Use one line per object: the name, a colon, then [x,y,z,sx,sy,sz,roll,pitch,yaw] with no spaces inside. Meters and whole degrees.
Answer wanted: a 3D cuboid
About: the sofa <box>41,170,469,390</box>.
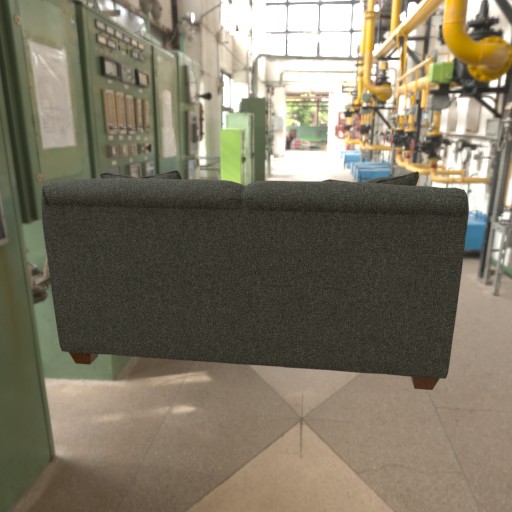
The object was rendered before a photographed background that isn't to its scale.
sofa: [0.000,0.000,2.418,1.846,0.958,0.998,2,16,8]
